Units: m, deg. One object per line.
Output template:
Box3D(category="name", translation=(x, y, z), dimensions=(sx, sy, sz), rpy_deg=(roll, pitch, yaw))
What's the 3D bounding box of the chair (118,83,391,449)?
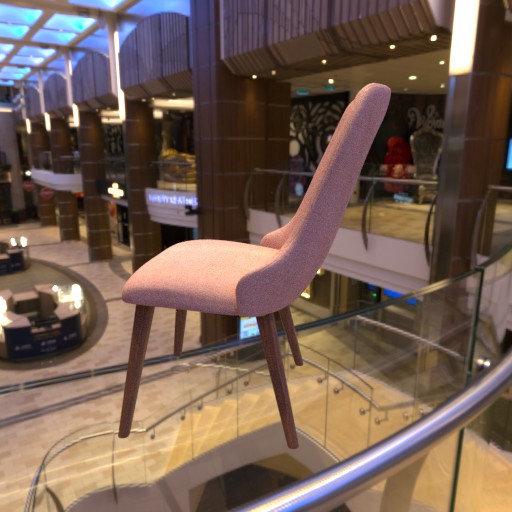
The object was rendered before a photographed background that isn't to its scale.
Box3D(category="chair", translation=(0.000, 0.000, 1.311), dimensions=(0.707, 0.918, 0.535), rpy_deg=(2, 14, 8))
